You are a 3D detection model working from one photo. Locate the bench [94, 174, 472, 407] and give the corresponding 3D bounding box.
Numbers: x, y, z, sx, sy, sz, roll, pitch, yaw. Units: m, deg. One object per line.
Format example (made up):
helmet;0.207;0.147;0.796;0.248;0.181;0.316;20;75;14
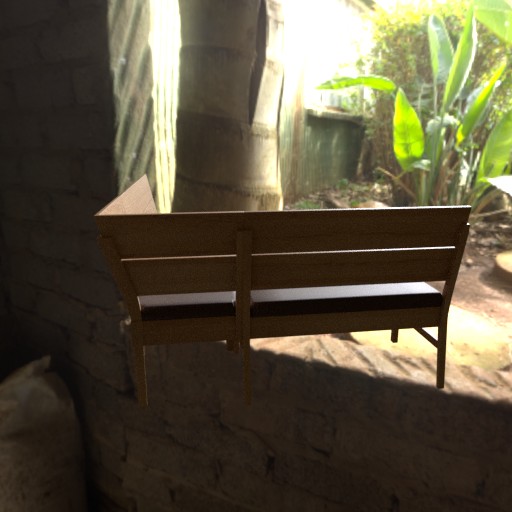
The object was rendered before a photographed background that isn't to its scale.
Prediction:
bench;0.000;0.000;2.810;1.549;0.890;1.975;-2;15;-9
